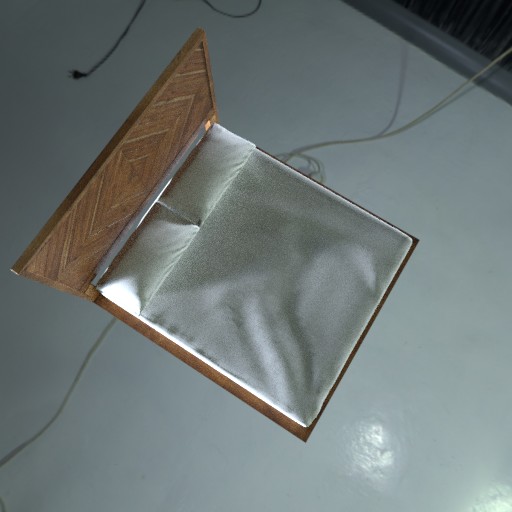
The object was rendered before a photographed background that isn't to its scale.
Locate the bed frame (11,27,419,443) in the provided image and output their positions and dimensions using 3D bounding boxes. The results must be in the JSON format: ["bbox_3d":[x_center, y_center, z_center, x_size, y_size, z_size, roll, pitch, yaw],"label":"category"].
[{"bbox_3d":[0.000,0.000,3.490,2.235,1.537,2.038,31,78,7],"label":"bed frame"}]
